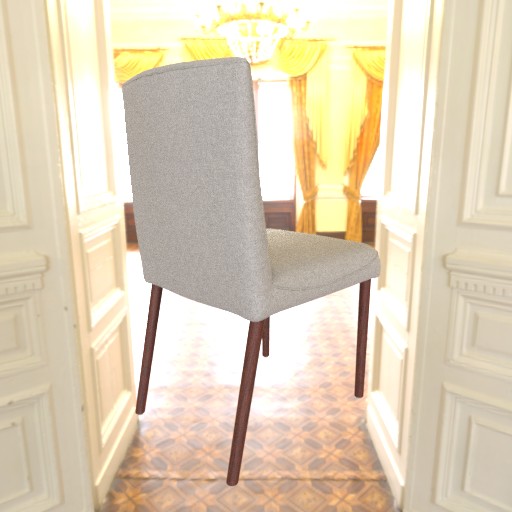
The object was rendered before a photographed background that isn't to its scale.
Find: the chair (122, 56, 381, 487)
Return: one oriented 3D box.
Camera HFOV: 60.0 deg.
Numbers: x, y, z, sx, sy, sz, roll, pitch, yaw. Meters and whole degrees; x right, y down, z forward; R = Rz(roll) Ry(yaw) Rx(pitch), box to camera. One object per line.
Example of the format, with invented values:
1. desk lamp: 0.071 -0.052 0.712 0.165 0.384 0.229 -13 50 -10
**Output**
1. chair: 0.000 0.000 1.161 0.570 0.859 0.456 -13 18 -44
